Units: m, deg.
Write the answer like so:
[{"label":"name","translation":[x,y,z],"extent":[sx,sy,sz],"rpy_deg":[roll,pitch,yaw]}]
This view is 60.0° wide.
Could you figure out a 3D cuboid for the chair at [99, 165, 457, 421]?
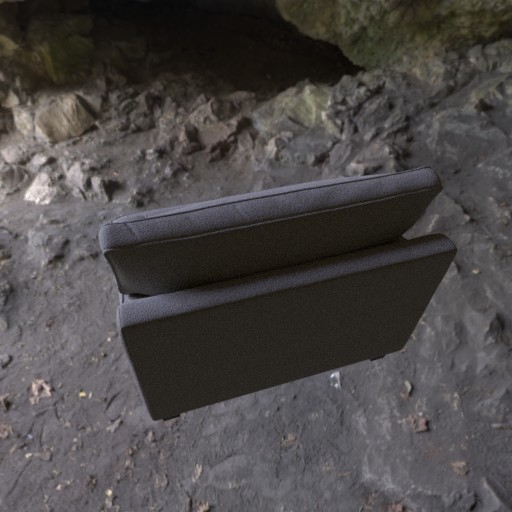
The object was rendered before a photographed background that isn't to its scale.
[{"label":"chair","translation":[0.000,0.000,2.000],"extent":[1.220,1.016,1.040],"rpy_deg":[-12,43,-13]}]
